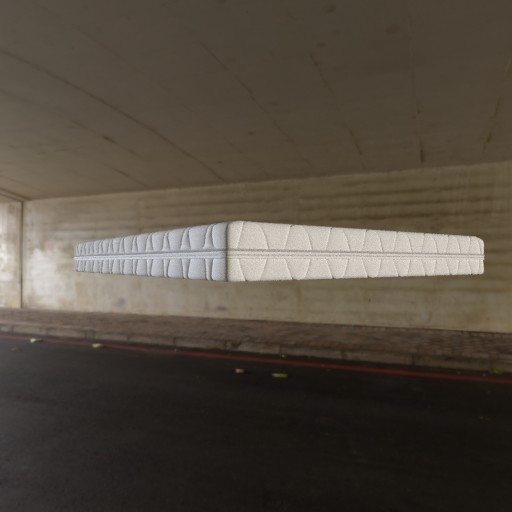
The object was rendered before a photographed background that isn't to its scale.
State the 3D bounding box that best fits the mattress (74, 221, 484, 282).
[{"bbox_3d":[0.000,0.000,2.624,1.600,0.200,1.900,1,-1,-36],"label":"mattress"}]
